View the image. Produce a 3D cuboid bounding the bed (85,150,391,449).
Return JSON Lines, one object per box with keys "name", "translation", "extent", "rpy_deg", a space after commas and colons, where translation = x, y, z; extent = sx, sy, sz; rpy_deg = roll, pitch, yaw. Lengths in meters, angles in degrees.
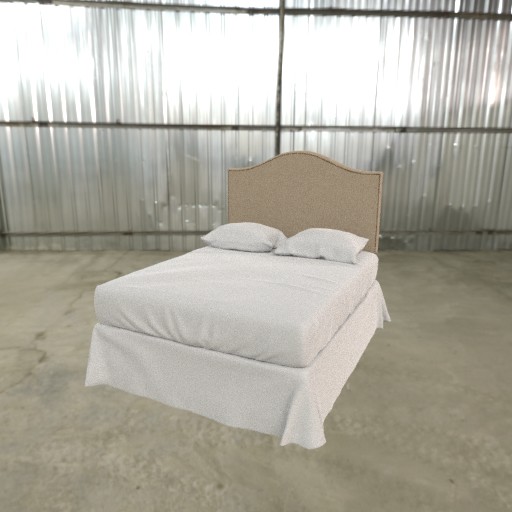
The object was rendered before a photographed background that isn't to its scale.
{"name": "bed", "translation": [0.000, 0.000, 3.588], "extent": [1.876, 1.645, 2.221], "rpy_deg": [7, 15, 25]}
